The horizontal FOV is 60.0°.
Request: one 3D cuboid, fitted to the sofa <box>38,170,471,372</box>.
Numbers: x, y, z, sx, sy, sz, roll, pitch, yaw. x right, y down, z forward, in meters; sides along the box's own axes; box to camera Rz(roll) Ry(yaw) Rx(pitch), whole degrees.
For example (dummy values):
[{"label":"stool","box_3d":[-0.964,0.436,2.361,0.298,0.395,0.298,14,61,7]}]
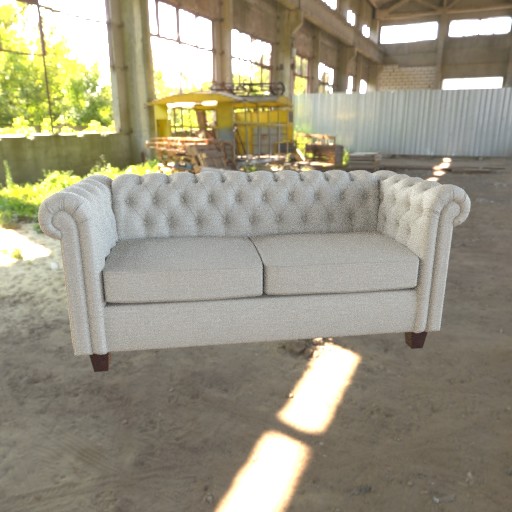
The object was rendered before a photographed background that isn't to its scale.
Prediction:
[{"label":"sofa","box_3d":[0.000,0.000,2.243,1.798,0.797,0.783,-2,16,-8]}]
